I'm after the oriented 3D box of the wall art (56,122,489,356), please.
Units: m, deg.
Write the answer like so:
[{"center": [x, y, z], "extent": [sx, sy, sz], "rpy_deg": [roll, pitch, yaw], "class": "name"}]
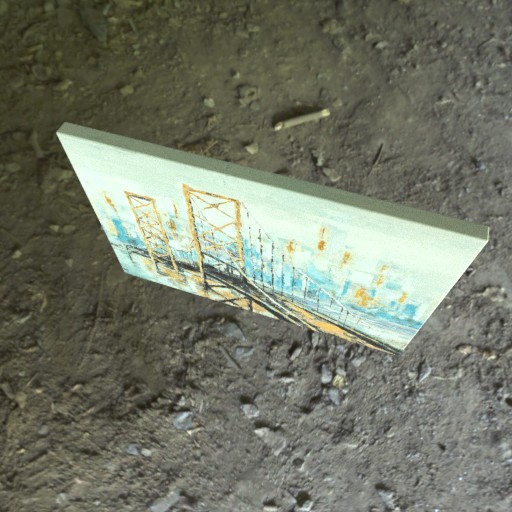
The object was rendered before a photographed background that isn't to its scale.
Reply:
[{"center": [0.000, 0.000, 1.157], "extent": [0.913, 0.609, 0.038], "rpy_deg": [16, 59, 10], "class": "wall art"}]
